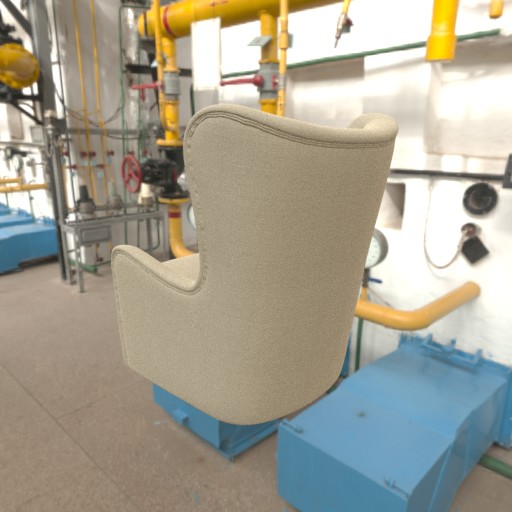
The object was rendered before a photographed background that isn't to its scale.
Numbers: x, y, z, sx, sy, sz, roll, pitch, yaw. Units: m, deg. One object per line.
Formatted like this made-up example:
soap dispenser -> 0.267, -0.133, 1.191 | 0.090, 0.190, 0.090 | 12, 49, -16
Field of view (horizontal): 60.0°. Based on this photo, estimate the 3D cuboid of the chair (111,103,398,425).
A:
chair -> 0.000, 0.000, 1.746 | 0.831, 1.079, 0.929 | -15, 21, -43
